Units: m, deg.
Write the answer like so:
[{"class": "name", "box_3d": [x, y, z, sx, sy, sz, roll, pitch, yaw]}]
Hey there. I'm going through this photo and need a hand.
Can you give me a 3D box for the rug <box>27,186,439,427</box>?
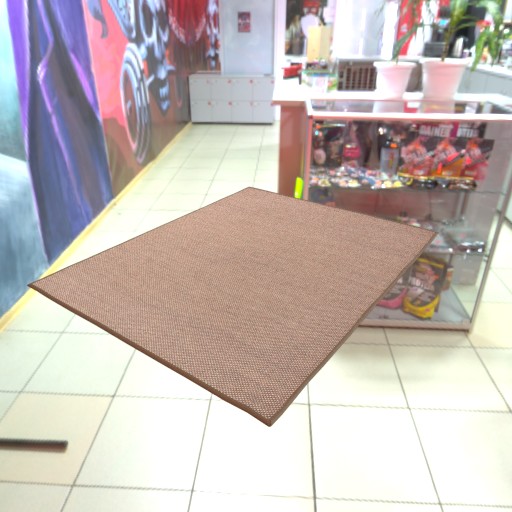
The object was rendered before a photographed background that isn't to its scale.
[{"class": "rug", "box_3d": [0.000, 0.000, 4.041, 2.413, 0.020, 3.041, 19, 33, 31]}]
